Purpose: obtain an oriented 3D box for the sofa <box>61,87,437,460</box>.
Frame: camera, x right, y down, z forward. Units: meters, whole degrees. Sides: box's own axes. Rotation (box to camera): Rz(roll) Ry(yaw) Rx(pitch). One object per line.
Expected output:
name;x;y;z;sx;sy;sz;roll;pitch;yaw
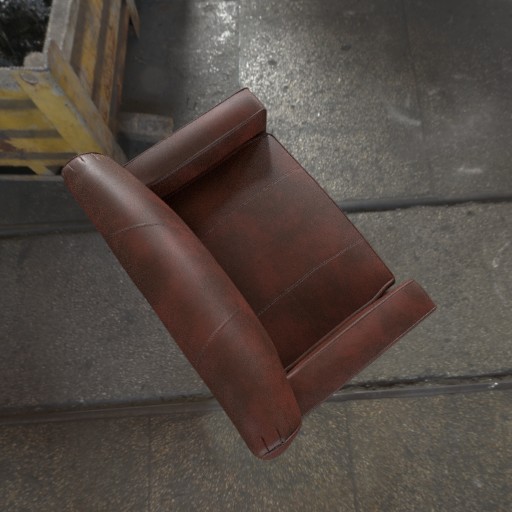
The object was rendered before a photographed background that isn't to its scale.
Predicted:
sofa;0.000;0.000;2.112;1.000;0.956;1.413;-36;78;-9
